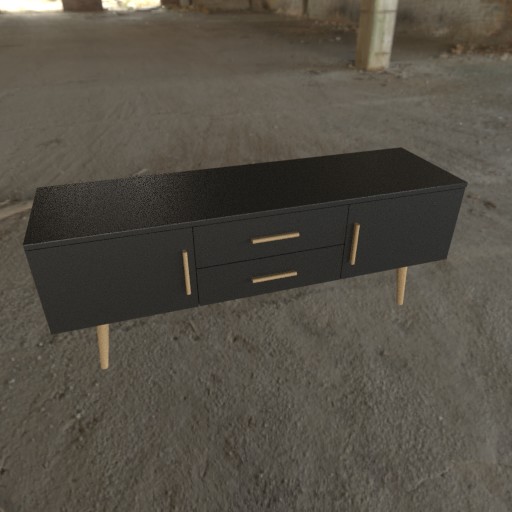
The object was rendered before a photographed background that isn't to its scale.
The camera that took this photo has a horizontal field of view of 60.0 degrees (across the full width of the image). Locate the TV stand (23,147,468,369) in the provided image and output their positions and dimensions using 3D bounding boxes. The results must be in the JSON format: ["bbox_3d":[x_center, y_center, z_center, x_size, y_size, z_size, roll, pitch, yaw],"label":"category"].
[{"bbox_3d":[0.000,0.000,1.531,1.312,0.518,0.390,-10,33,-15],"label":"TV stand"}]
